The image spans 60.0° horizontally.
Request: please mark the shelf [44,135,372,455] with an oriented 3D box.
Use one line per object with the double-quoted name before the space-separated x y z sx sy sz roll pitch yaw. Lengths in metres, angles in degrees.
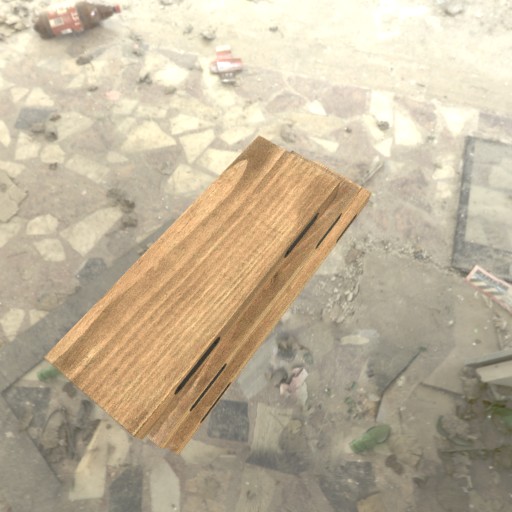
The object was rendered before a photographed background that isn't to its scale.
"shelf" 0.000 0.000 0.718 0.140 0.293 0.610 33 67 16
